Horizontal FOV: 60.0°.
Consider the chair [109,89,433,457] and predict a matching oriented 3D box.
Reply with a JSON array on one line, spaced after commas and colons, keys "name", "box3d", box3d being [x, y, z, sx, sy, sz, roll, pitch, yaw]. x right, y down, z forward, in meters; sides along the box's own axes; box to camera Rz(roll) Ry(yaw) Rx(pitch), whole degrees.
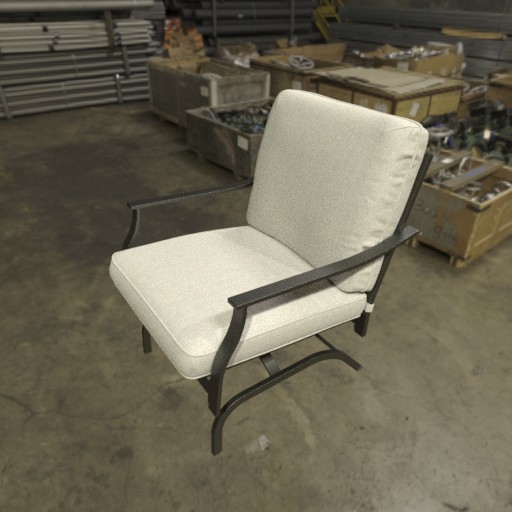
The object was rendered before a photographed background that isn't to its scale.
[{"name": "chair", "box3d": [0.000, 0.000, 1.383, 0.787, 0.860, 0.650, -20, 37, -29]}]
